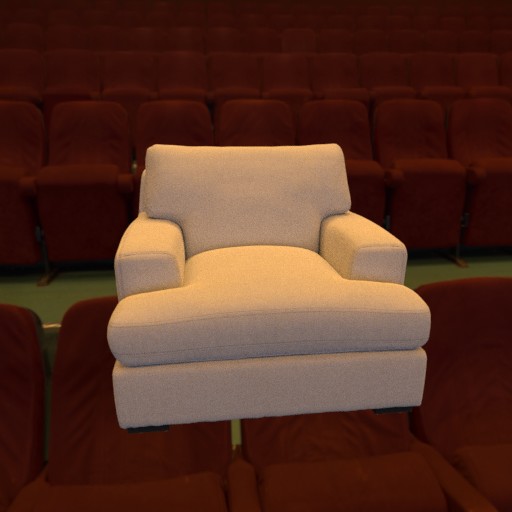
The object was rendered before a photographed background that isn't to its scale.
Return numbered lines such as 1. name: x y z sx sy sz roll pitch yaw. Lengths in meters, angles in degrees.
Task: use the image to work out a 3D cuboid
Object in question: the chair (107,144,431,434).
1. chair: 0.000 0.000 1.949 1.140 0.930 1.158 -2 16 -7
